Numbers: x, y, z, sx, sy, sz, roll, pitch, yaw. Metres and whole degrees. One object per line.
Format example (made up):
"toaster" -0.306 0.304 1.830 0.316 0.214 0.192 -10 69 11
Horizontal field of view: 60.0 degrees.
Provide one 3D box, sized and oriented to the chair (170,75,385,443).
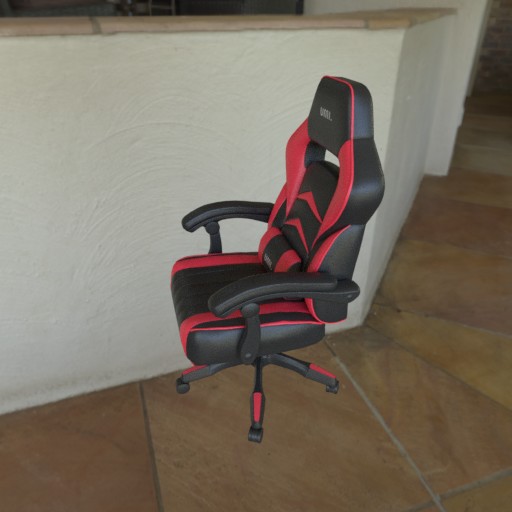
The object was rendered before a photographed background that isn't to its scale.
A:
"chair" 0.000 0.000 1.654 0.700 1.220 0.700 -8 31 -14
